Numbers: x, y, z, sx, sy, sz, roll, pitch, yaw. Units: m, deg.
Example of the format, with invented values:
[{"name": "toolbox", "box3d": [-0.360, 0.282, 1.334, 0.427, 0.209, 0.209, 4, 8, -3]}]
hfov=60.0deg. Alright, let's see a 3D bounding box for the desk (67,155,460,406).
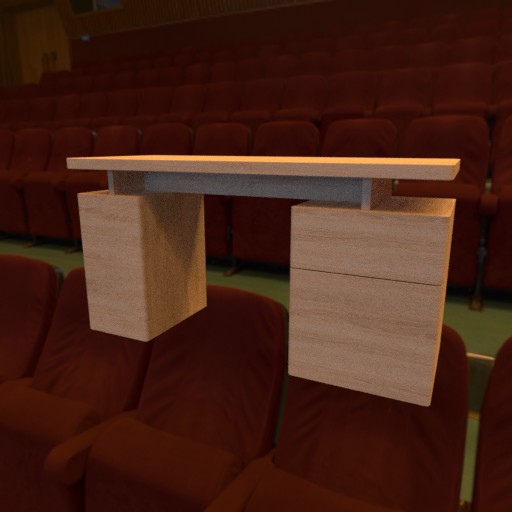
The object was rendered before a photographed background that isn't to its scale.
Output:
[{"name": "desk", "box3d": [0.000, 0.000, 1.769, 1.400, 0.760, 0.550, 7, 15, 25]}]
